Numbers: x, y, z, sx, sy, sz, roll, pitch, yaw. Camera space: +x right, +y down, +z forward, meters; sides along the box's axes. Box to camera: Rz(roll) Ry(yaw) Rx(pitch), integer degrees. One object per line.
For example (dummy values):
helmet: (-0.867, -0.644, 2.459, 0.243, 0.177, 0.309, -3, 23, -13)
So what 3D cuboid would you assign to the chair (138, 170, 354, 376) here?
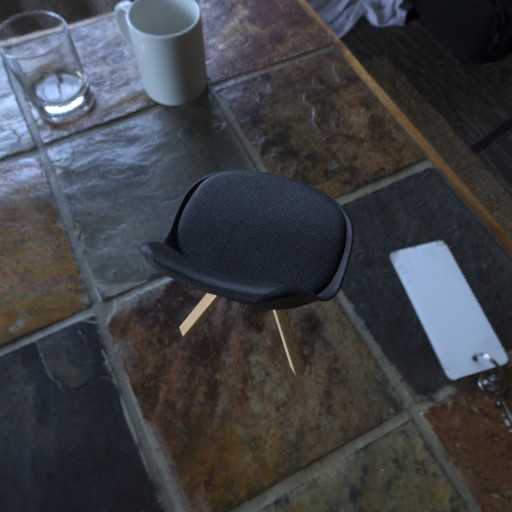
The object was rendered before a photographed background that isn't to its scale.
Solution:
chair: (0.000, 0.000, 1.223, 0.485, 0.850, 0.549, 17, 66, 8)
